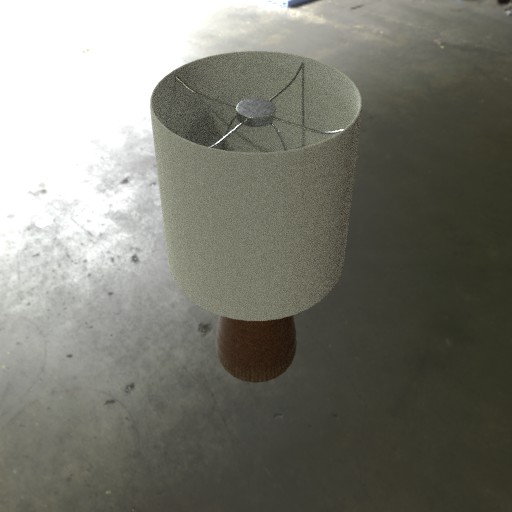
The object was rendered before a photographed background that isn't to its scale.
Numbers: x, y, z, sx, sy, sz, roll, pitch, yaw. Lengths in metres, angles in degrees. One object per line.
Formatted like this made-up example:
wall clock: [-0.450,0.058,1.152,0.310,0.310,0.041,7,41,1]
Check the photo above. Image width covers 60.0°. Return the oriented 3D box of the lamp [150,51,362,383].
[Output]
lamp: [0.000,0.000,0.480,0.186,0.369,0.186,0,47,0]
